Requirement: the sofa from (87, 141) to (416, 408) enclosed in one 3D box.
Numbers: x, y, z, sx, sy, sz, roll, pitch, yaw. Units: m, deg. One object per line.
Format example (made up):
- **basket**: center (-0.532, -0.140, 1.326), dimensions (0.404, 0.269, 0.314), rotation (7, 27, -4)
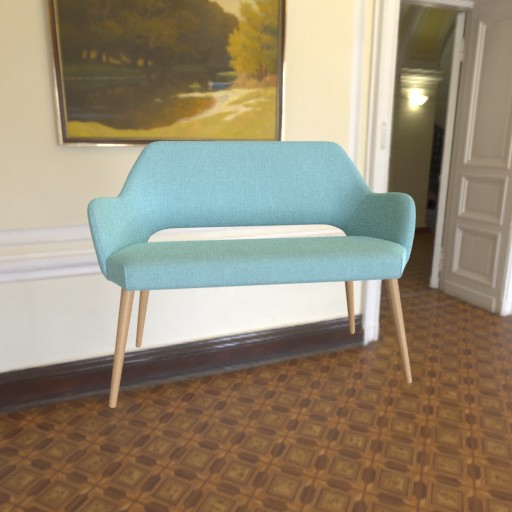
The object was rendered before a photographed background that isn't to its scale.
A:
- **sofa**: center (0.000, 0.000, 1.666), dimensions (1.150, 0.840, 0.610), rotation (-2, 14, -8)
